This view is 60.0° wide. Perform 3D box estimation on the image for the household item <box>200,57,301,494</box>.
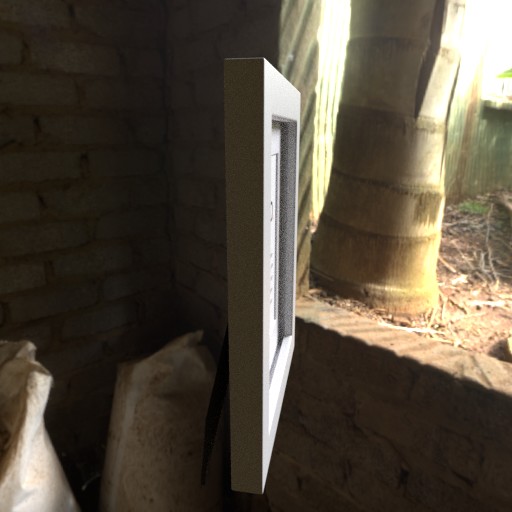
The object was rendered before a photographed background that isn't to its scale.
[{"bbox_3d":[0.000,0.000,0.339,0.045,0.250,0.200,3,16,10],"label":"household item"}]
